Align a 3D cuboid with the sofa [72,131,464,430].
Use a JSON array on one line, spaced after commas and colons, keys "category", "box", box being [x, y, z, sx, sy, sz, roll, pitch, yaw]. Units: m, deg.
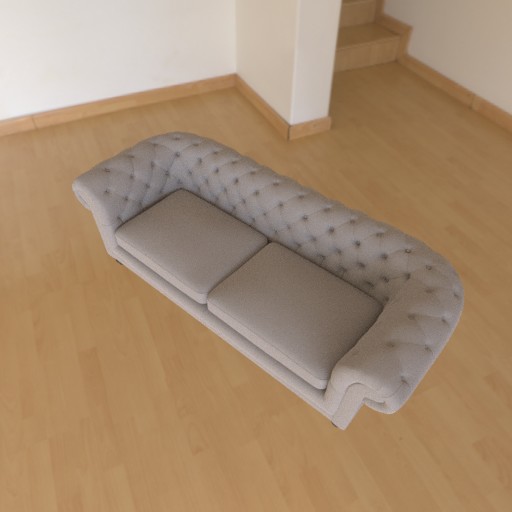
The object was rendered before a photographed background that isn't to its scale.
[{"category": "sofa", "box": [0.000, 0.000, 2.826, 2.411, 0.749, 0.991, 31, 54, 26]}]
